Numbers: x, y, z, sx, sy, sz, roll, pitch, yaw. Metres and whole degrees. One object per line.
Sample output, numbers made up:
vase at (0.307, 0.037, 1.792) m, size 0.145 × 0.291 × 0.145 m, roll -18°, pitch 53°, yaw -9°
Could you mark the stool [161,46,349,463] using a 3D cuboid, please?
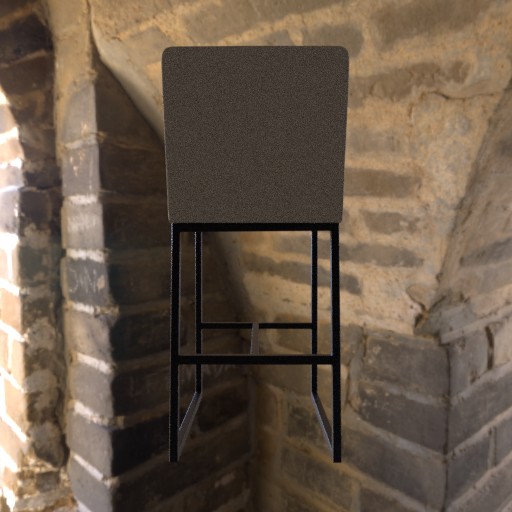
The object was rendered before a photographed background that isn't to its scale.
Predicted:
stool at (0.000, 0.000, 1.345) m, size 0.460 × 1.040 × 0.560 m, roll 0°, pitch 1°, yaw 0°
